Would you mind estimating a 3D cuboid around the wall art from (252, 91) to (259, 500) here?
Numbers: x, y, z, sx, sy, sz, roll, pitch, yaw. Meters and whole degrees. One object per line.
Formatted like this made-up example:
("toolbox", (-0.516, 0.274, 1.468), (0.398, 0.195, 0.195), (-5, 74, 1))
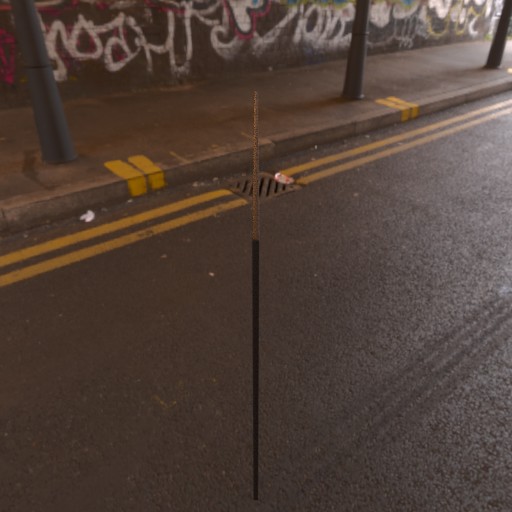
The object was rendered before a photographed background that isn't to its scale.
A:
("wall art", (0.000, 0.000, 1.484), (0.013, 0.811, 1.192), (0, 32, 0))
